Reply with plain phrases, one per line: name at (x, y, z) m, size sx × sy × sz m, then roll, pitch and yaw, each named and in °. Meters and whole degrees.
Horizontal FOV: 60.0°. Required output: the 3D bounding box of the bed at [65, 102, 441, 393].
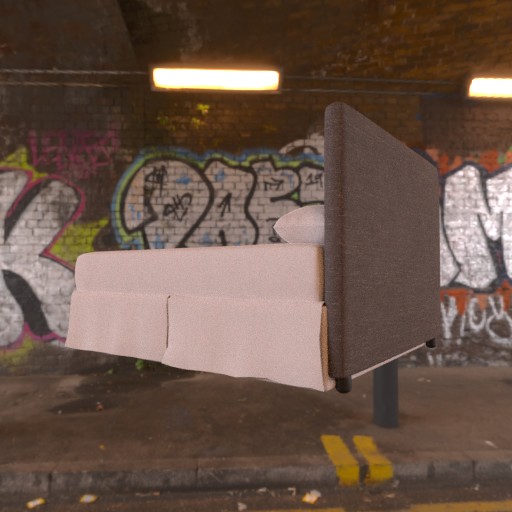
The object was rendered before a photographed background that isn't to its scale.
bed at (0.000, 0.000, 3.199) m, size 2.142 × 1.330 × 1.723 m, roll -1°, pitch -2°, yaw 36°
